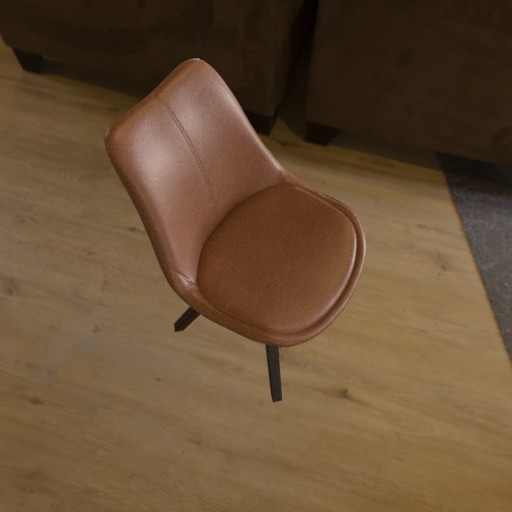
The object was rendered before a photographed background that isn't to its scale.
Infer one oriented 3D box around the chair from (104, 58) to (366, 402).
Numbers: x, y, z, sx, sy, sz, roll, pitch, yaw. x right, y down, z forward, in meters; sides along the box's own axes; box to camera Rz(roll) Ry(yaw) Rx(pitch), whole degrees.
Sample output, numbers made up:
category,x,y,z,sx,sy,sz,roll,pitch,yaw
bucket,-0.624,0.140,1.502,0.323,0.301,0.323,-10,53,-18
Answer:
category,x,y,z,sx,sy,sz,roll,pitch,yaw
chair,0.000,0.000,1.202,0.550,0.850,0.475,30,64,16
